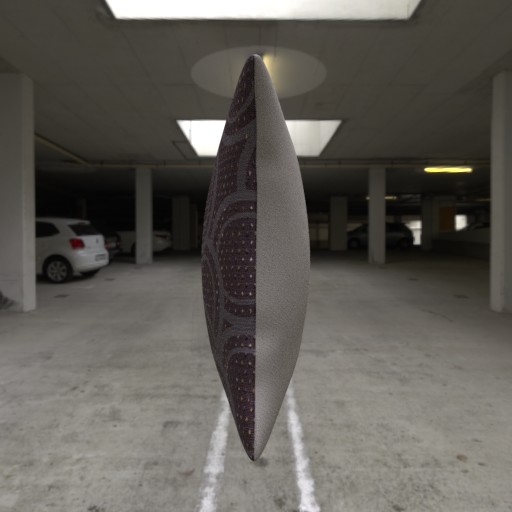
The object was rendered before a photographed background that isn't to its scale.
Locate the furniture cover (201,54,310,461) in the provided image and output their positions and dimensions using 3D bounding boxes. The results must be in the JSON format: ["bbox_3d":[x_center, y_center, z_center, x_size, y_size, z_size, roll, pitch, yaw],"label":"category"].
[{"bbox_3d":[0.000,0.000,0.822,0.193,0.509,0.552,0,1,0],"label":"furniture cover"}]
